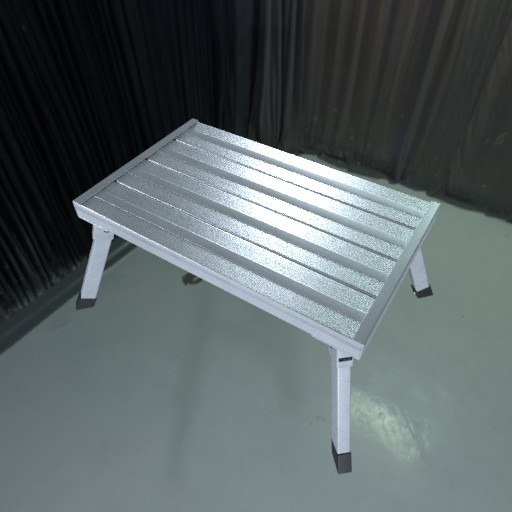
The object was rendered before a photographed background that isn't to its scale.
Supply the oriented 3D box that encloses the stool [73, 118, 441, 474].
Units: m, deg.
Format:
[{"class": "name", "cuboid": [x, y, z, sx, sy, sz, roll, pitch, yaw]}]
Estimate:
[{"class": "stool", "cuboid": [0.000, 0.000, 0.722, 0.535, 0.225, 0.385, 25, 51, 22]}]
